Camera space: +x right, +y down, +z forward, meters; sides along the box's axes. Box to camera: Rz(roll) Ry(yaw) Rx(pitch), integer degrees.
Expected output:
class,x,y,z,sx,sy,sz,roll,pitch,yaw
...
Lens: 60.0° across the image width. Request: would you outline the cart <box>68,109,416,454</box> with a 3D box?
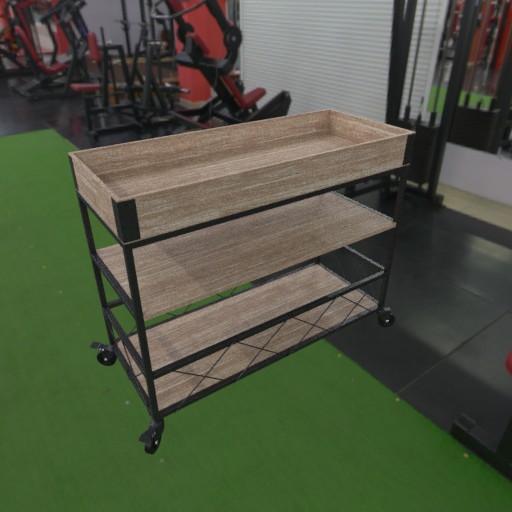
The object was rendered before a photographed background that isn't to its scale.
class,x,y,z,sx,sy,sz,roll,pitch,yaw
cart,0.000,0.000,1.508,1.101,0.787,0.500,-19,36,-29
